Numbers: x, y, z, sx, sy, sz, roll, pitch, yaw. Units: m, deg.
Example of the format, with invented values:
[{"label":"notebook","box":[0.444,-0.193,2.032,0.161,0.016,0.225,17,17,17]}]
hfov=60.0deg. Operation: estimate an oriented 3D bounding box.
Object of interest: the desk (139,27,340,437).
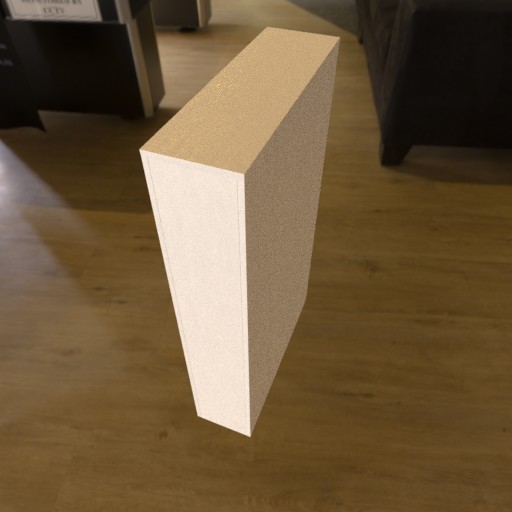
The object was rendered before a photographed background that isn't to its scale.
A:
[{"label":"desk","box":[0.000,0.000,1.592,0.250,1.280,0.750,16,48,15]}]
